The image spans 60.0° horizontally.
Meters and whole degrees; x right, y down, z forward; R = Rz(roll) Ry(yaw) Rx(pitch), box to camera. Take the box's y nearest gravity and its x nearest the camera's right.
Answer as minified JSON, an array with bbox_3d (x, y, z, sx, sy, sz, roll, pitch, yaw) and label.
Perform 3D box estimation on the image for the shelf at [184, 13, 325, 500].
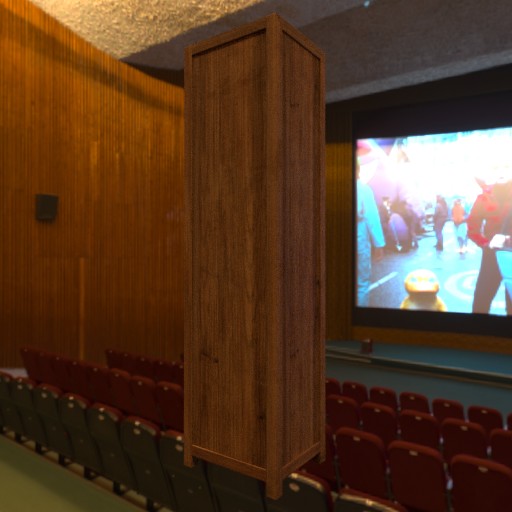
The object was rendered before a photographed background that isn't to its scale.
[{"bbox_3d":[0.000,0.000,2.044,0.500,1.900,0.428,0,0,36],"label":"shelf"}]
